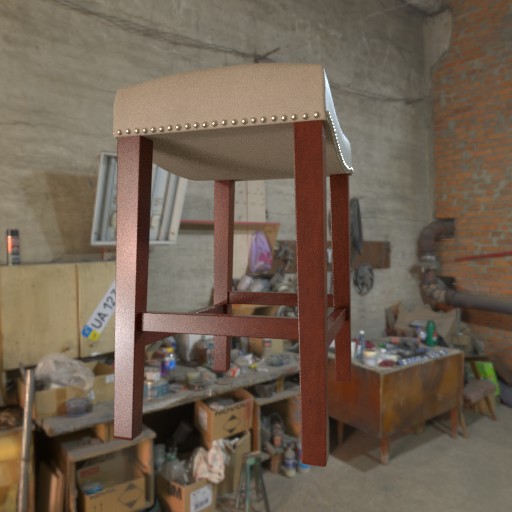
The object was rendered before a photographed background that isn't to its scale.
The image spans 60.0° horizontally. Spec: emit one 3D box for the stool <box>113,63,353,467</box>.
[{"bbox_3d":[0.000,0.000,0.952,0.375,0.632,0.509,0,0,17],"label":"stool"}]
